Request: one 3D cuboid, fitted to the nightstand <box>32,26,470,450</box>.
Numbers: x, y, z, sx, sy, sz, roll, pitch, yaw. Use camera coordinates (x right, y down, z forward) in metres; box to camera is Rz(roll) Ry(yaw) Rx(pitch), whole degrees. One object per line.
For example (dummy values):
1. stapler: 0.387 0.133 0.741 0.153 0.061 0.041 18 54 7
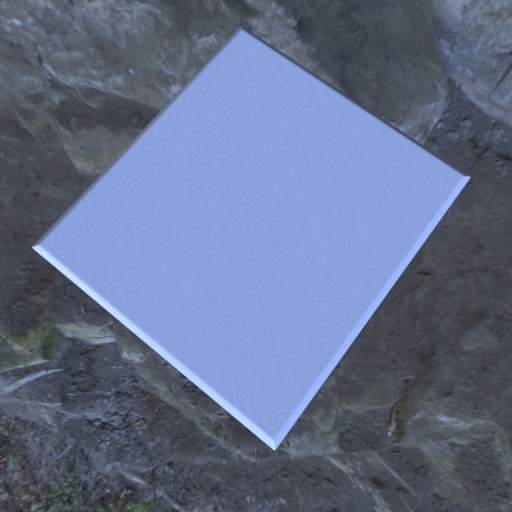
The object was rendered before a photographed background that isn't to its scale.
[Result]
1. nightstand: 0.000 0.000 0.942 0.459 0.555 0.505 37 78 9
